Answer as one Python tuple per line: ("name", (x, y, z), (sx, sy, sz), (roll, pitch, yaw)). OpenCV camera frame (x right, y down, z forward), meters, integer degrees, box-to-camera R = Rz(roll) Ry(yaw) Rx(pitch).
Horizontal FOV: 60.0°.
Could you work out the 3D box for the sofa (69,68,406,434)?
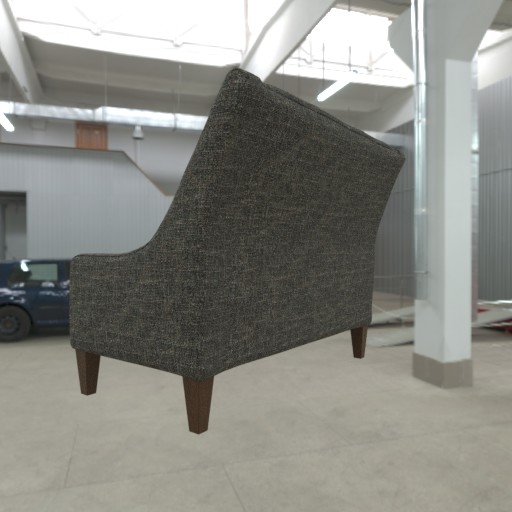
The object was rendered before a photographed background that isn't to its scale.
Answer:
("sofa", (0.000, 0.000, 1.883), (0.870, 1.021, 1.242), (1, 1, 37))
